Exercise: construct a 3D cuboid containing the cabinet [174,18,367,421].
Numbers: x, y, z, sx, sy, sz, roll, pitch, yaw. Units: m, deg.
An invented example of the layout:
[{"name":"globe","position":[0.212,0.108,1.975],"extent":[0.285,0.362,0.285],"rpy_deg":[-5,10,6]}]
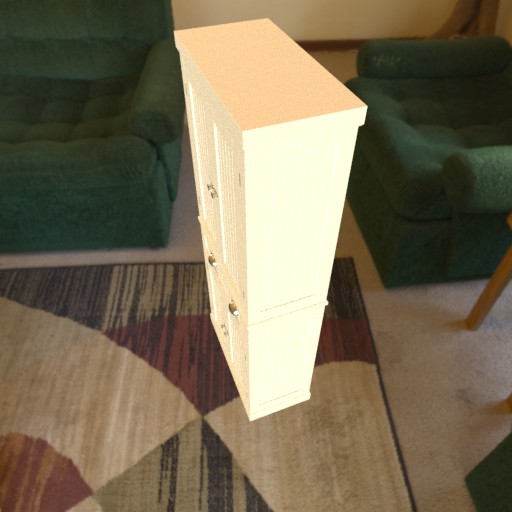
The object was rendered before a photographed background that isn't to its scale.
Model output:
[{"name":"cabinet","position":[0.000,0.000,2.115],"extent":[0.390,1.829,0.754],"rpy_deg":[-16,48,-14]}]
